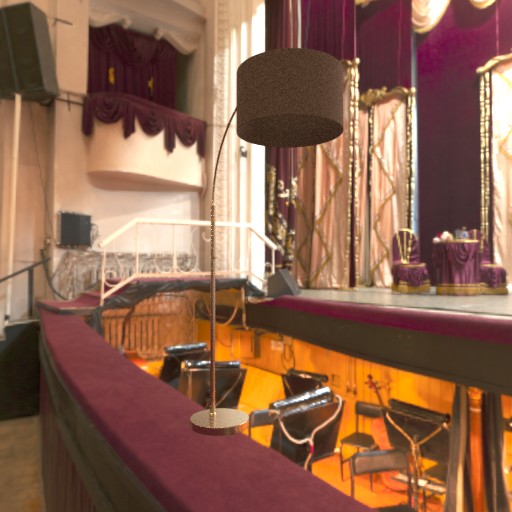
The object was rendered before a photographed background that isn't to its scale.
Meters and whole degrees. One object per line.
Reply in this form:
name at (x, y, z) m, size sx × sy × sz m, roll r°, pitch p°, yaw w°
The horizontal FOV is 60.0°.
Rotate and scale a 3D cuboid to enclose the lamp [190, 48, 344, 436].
lamp at (0.000, 0.000, 2.069) m, size 0.452 × 1.735 × 0.934 m, roll 1°, pitch -2°, yaw -36°
